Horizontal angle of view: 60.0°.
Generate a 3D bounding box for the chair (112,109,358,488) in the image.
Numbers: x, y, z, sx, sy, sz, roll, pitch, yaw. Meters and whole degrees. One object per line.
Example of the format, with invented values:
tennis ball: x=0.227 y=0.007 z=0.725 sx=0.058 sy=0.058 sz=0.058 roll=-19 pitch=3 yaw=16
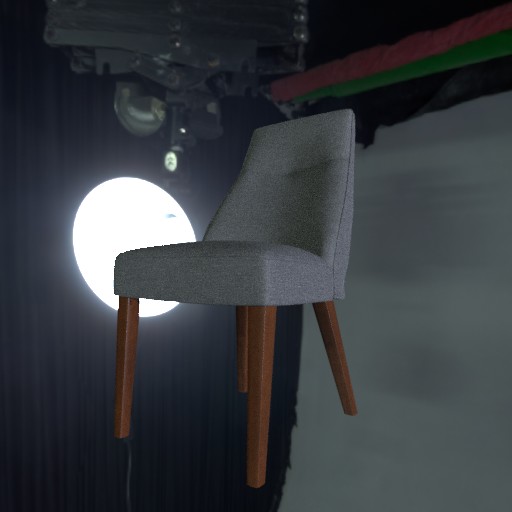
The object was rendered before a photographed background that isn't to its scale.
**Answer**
chair: x=0.000 y=0.000 z=1.260 sx=0.500 sy=0.930 sz=0.620 roll=-1 pitch=-1 yaw=36
